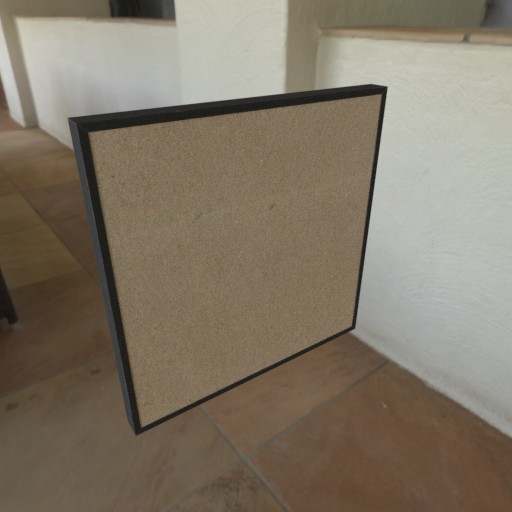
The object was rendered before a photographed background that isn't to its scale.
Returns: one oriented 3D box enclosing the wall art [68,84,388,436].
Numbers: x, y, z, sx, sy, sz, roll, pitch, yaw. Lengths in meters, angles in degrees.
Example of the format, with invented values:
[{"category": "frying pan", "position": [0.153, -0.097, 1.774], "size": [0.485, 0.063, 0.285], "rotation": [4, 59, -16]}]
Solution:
[{"category": "wall art", "position": [0.000, 0.000, 0.752], "size": [0.508, 0.508, 0.038], "rotation": [-18, 33, -30]}]
